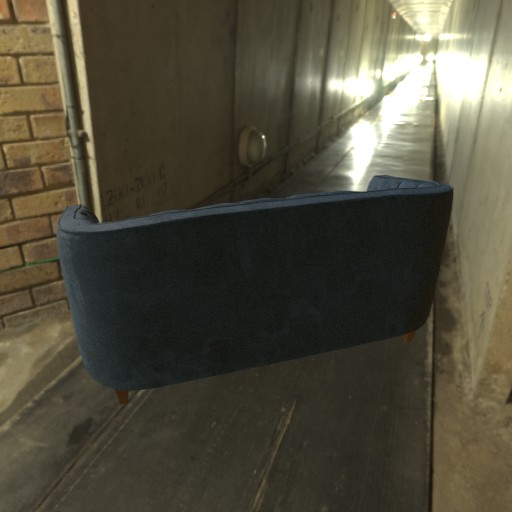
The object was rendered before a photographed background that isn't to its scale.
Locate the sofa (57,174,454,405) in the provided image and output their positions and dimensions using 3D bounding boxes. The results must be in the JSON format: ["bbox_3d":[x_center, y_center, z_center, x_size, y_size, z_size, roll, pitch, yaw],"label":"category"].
[{"bbox_3d":[0.000,0.000,2.214,1.733,0.854,0.941,-8,27,-16],"label":"sofa"}]
